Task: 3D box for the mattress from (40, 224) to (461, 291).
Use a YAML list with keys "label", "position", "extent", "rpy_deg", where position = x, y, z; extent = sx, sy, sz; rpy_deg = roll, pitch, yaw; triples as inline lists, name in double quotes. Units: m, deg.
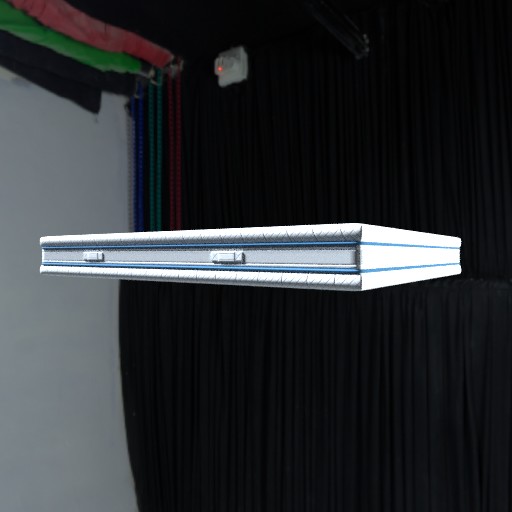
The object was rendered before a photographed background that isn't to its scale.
- label: "mattress"
  position: [0.000, 0.000, 2.688]
  extent: [2.000, 0.230, 1.600]
  rpy_deg: [0, 0, 36]
